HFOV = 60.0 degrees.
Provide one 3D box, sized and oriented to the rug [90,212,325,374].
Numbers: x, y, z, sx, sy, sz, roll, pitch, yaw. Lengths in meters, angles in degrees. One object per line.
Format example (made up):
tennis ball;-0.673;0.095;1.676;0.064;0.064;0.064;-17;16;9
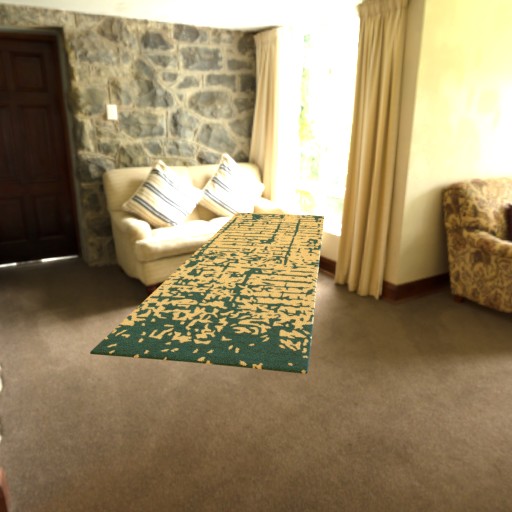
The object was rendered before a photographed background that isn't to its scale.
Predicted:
rug;0.000;0.000;2.616;0.750;0.011;2.435;3;17;9
